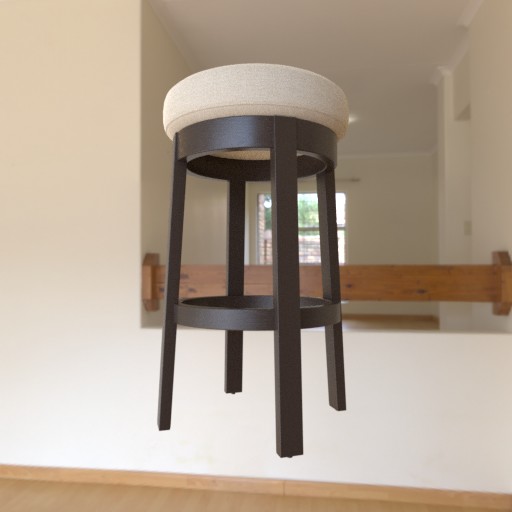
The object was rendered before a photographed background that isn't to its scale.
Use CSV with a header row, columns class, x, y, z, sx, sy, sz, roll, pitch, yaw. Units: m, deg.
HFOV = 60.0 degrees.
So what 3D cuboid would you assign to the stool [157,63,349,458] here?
class,x,y,z,sx,sy,sz,roll,pitch,yaw
stool,0.000,0.000,1.037,0.446,0.758,0.446,0,-1,0
